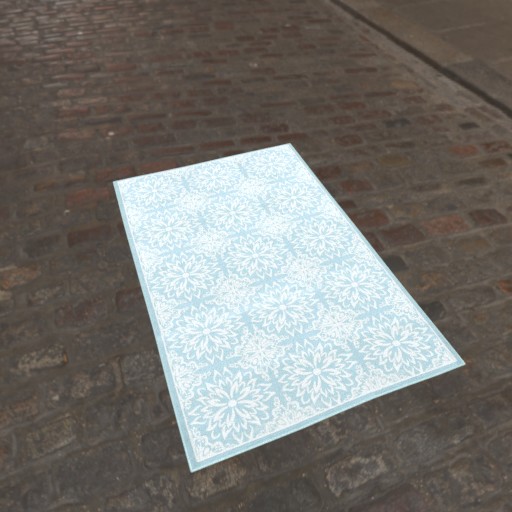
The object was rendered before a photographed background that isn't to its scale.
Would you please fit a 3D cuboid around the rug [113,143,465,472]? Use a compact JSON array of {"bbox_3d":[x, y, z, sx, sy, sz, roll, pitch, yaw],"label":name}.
[{"bbox_3d":[0.000,0.000,2.338,1.219,0.012,1.840,-16,49,-14],"label":"rug"}]
